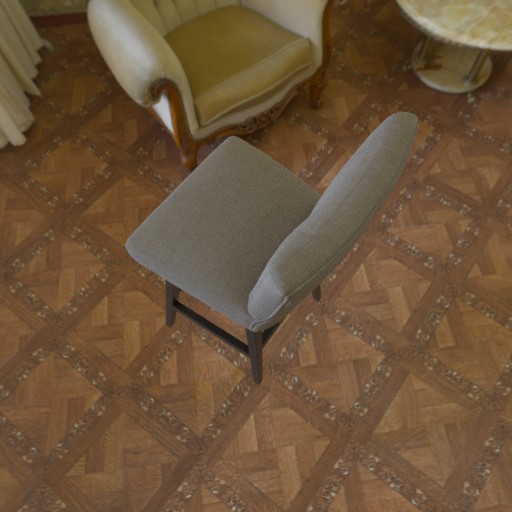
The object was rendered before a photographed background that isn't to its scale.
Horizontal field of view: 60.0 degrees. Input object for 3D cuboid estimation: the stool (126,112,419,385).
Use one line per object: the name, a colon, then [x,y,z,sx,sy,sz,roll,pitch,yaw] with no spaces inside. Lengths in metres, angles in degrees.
stool: [0.000,0.000,1.389,0.574,1.086,0.514,33,67,16]
